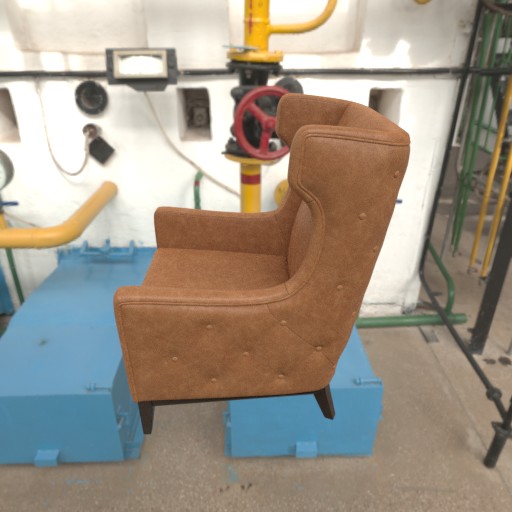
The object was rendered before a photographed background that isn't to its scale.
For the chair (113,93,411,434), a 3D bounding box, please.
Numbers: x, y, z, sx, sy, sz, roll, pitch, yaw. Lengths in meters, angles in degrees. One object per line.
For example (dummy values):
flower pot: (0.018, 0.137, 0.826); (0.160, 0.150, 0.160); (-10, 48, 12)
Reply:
chair: (0.000, 0.000, 1.667); (0.899, 1.079, 0.766); (0, 27, -1)
